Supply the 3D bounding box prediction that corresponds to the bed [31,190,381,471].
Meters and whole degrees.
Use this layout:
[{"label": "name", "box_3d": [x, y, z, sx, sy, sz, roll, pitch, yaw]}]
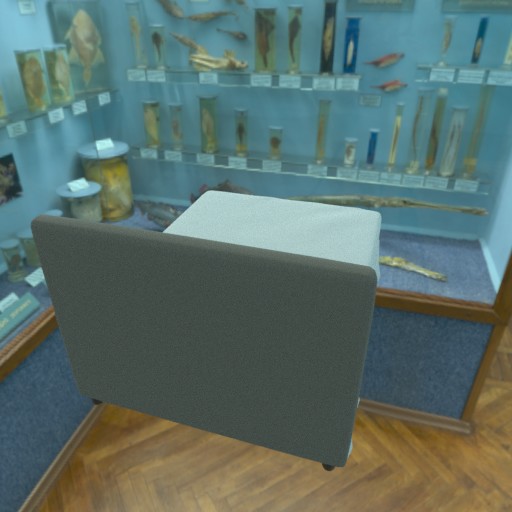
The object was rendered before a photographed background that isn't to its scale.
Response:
[{"label": "bed", "box_3d": [0.000, 0.000, 3.149, 1.748, 1.330, 2.142, 9, 32, 15]}]
